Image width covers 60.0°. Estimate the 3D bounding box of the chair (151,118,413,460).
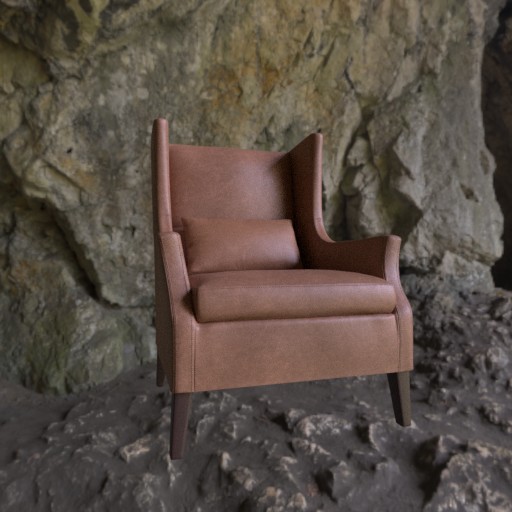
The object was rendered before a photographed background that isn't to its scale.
[{"bbox_3d":[0.000,0.000,1.701,0.815,1.088,0.913,0,0,-18],"label":"chair"}]
